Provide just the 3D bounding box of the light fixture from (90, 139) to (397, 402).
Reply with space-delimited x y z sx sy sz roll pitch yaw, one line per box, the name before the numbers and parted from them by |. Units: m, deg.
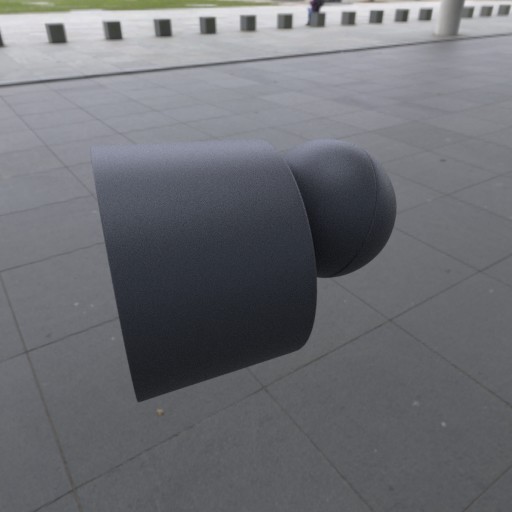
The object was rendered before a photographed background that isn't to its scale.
light fixture | 0.000 0.000 0.261 0.160 0.143 0.134 -10 33 -16
